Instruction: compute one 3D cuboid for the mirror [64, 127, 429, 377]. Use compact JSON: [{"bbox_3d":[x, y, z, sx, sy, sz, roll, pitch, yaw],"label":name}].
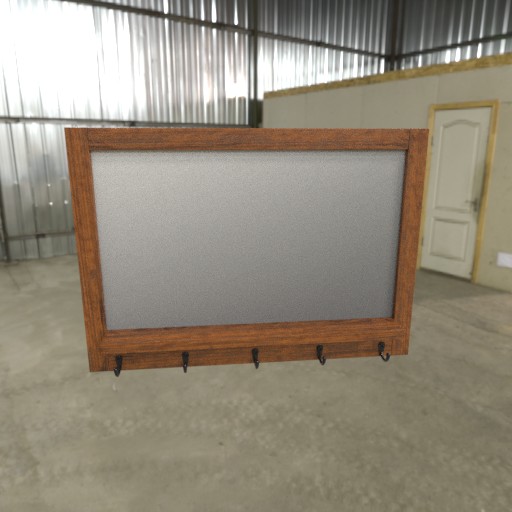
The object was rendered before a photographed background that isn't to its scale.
[{"bbox_3d":[0.000,0.000,0.965,0.758,0.537,0.084,-2,15,-6],"label":"mirror"}]
